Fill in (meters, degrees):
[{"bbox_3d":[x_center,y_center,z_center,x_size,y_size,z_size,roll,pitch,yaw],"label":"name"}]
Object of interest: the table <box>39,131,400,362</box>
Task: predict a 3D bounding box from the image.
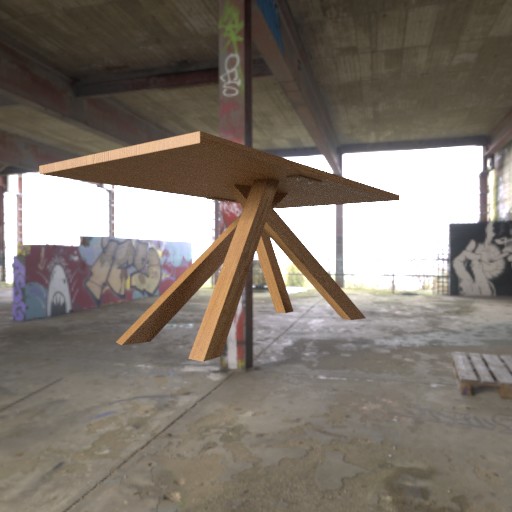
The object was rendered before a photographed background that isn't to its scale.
[{"bbox_3d":[0.000,0.000,2.289,0.901,0.750,1.797,0,1,36],"label":"table"}]
